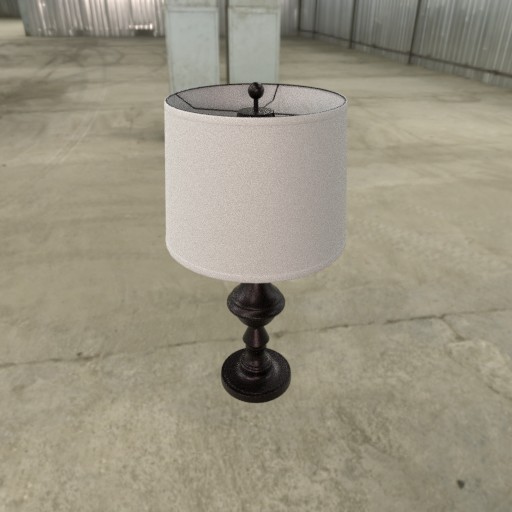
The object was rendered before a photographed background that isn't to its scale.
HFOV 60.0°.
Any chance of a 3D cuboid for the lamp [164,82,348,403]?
[{"bbox_3d":[0.000,0.000,0.983,0.383,0.726,0.383,0,30,0],"label":"lamp"}]
